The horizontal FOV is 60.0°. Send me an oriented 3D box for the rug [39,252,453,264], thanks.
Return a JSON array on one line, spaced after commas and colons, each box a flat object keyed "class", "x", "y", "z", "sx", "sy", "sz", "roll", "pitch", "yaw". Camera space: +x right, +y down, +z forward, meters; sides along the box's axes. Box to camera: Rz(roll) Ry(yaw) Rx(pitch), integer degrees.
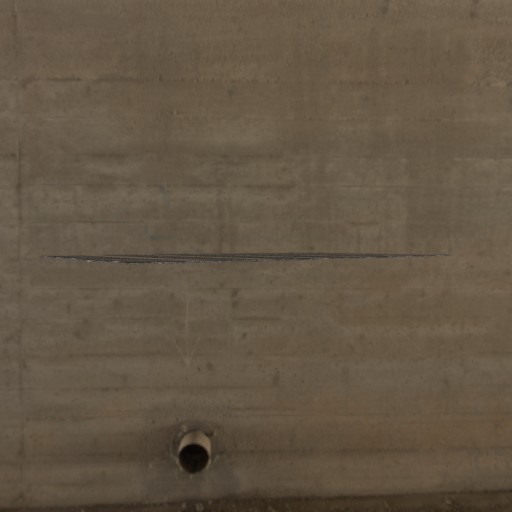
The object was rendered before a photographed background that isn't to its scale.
[{"class": "rug", "x": 0.000, "y": 0.000, "z": 3.052, "sx": 2.434, "sy": 0.015, "sz": 1.520, "roll": -1, "pitch": 2, "yaw": -38}]
